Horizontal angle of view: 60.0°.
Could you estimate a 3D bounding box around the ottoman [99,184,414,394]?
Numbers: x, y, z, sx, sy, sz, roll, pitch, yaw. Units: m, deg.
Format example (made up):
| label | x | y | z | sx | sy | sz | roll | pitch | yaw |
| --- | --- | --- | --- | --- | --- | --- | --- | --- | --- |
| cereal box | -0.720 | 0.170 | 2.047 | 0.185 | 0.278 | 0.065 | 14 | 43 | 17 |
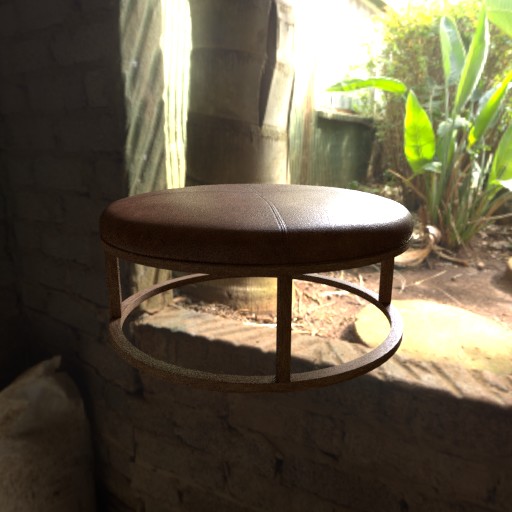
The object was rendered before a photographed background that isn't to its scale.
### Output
| label | x | y | z | sx | sy | sz | roll | pitch | yaw |
| --- | --- | --- | --- | --- | --- | --- | --- | --- | --- |
| ottoman | 0.000 | 0.000 | 1.523 | 1.006 | 0.445 | 1.006 | 0 | 15 | 0 |
